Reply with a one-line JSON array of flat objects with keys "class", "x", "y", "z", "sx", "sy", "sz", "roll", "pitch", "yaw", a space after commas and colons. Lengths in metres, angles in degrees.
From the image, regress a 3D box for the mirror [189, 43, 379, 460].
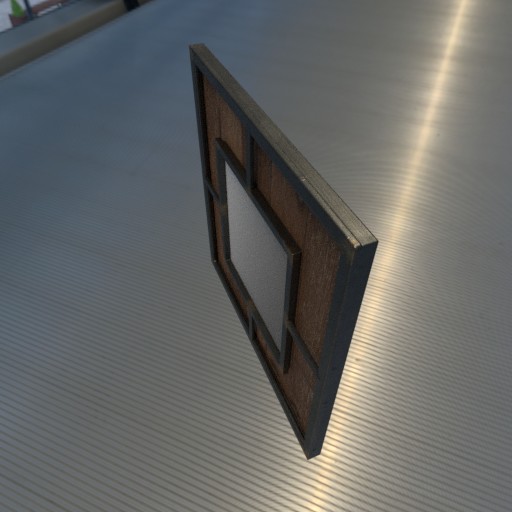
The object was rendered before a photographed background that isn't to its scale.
[{"class": "mirror", "x": 0.000, "y": 0.000, "z": 0.555, "sx": 0.020, "sy": 0.381, "sz": 0.382, "roll": -17, "pitch": 48, "yaw": -16}]
